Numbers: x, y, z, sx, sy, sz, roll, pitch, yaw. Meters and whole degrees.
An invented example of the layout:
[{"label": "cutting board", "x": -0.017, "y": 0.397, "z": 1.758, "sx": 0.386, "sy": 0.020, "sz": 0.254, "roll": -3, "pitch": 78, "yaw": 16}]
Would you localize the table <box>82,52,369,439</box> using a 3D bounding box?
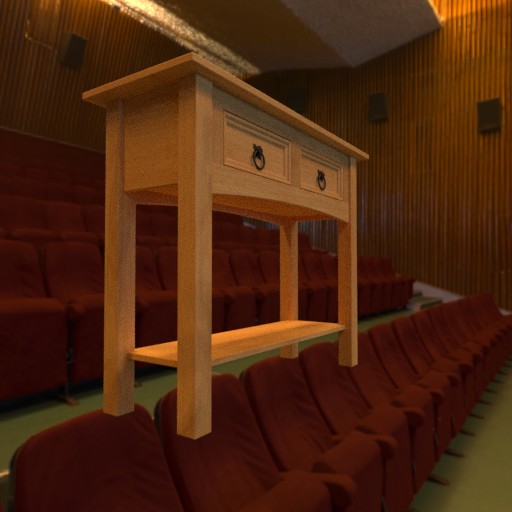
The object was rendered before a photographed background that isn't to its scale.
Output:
[{"label": "table", "x": 0.000, "y": 0.000, "z": 1.273, "sx": 0.340, "sy": 0.728, "sz": 0.900, "roll": -1, "pitch": -2, "yaw": 35}]
